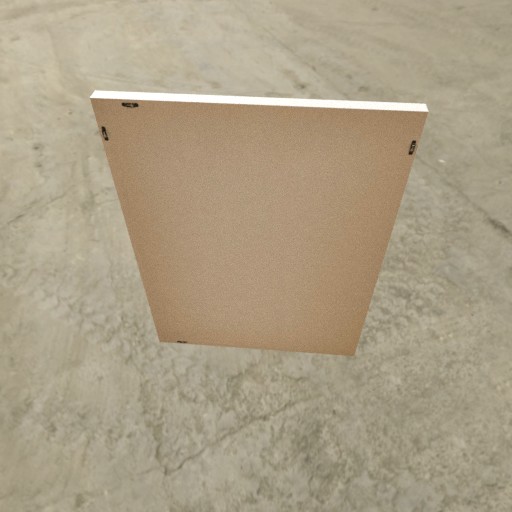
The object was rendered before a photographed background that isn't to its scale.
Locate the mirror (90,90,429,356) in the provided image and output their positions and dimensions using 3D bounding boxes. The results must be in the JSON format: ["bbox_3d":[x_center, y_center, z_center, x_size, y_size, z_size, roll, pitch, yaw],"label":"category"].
[{"bbox_3d":[0.000,0.000,1.371,0.762,1.016,0.041,3,46,3],"label":"mirror"}]
